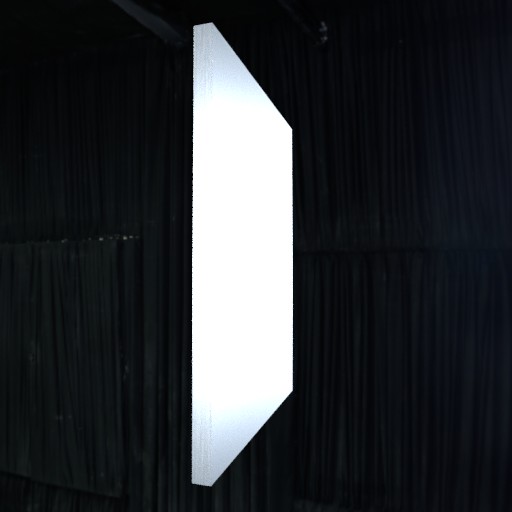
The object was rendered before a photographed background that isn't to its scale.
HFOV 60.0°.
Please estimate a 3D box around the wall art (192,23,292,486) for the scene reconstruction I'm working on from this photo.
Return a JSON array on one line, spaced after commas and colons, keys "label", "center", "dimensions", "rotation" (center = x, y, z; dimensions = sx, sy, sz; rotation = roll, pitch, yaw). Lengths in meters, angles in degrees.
[{"label": "wall art", "center": [0.000, 0.000, 0.759], "dimensions": [0.025, 0.569, 0.444], "rotation": [-1, -2, 17]}]
